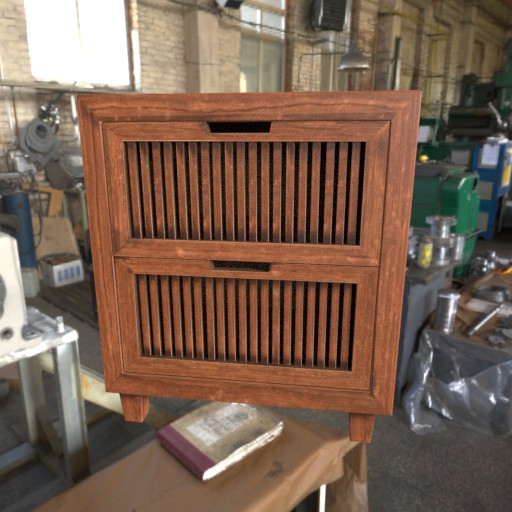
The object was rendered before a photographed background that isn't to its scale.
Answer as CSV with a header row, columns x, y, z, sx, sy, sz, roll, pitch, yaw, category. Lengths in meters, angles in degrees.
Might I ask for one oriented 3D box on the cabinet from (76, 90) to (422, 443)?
x,y,z,sx,sy,sz,roll,pitch,yaw,category
0.000,0.000,1.051,0.607,0.695,0.410,2,15,8,cabinet
